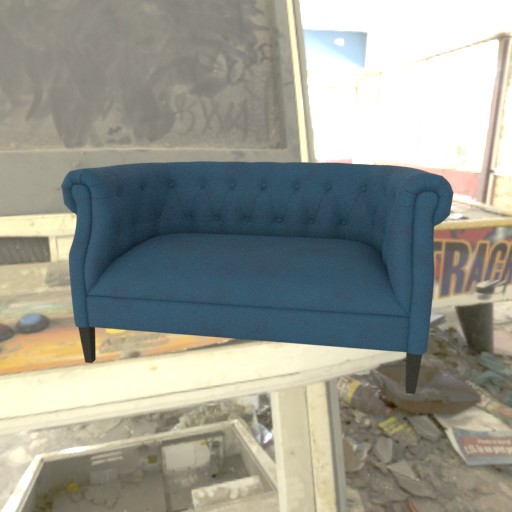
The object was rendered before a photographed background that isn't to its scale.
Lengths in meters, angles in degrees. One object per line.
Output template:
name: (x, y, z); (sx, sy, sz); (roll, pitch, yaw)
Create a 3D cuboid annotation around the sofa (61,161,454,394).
sofa: (0.000, 0.000, 2.065); (1.558, 0.827, 0.835); (3, 15, 10)
